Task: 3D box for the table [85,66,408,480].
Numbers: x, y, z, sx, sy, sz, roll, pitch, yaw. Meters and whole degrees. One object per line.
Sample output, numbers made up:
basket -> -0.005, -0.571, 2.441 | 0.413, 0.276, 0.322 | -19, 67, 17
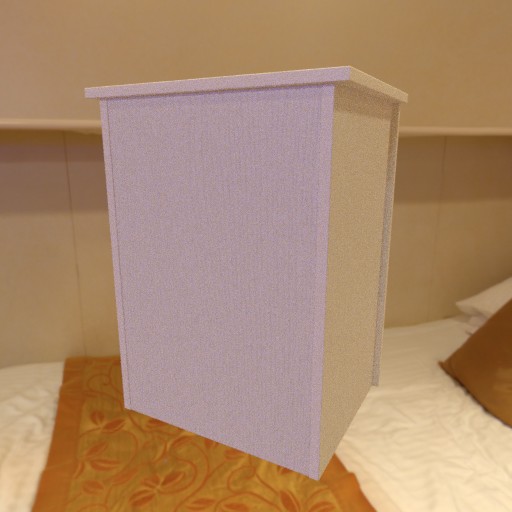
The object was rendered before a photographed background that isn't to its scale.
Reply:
table -> 0.000, 0.000, 0.907 | 0.480, 0.635, 0.381 | 8, 16, 28
